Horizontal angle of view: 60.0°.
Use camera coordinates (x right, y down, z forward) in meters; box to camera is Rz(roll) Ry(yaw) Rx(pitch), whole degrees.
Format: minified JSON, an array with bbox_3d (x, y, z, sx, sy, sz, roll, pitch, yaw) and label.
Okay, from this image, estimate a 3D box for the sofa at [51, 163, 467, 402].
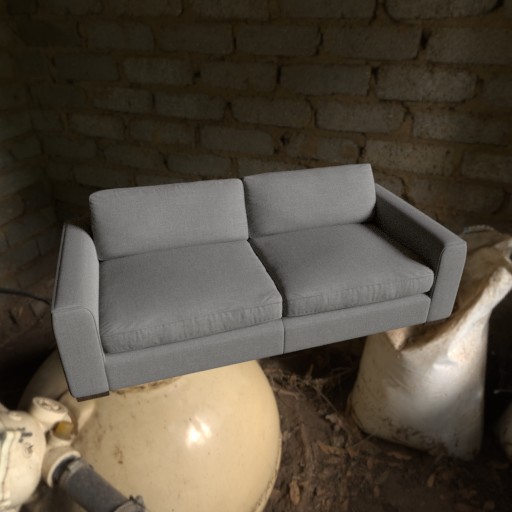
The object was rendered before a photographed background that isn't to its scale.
[{"bbox_3d":[0.000,0.000,2.734,2.262,0.801,1.070,-9,31,-15],"label":"sofa"}]
